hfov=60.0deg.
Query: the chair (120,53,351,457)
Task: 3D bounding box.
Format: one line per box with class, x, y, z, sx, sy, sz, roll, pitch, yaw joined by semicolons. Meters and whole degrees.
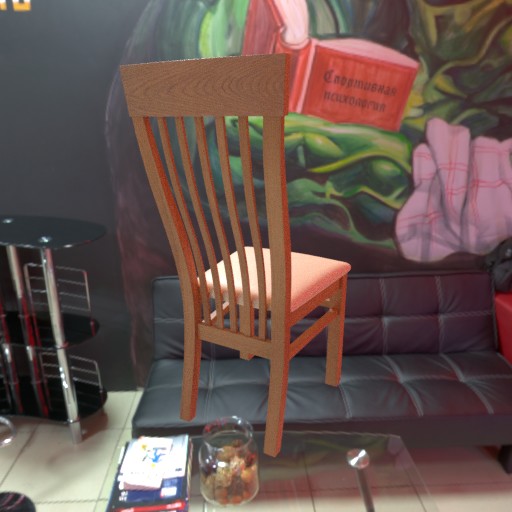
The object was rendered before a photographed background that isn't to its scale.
chair;0.000;0.000;1.356;0.450;1.050;0.580;10;20;28
